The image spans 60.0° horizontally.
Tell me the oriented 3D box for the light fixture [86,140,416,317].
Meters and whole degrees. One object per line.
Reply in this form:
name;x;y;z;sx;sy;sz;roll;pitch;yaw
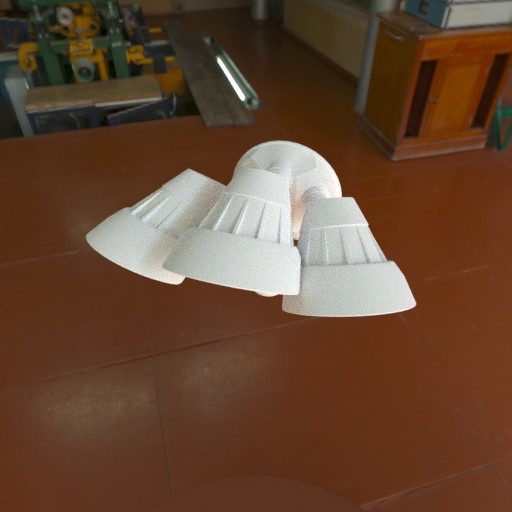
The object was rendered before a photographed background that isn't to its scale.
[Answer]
light fixture;0.000;0.000;0.541;0.369;0.237;0.278;12;43;13
